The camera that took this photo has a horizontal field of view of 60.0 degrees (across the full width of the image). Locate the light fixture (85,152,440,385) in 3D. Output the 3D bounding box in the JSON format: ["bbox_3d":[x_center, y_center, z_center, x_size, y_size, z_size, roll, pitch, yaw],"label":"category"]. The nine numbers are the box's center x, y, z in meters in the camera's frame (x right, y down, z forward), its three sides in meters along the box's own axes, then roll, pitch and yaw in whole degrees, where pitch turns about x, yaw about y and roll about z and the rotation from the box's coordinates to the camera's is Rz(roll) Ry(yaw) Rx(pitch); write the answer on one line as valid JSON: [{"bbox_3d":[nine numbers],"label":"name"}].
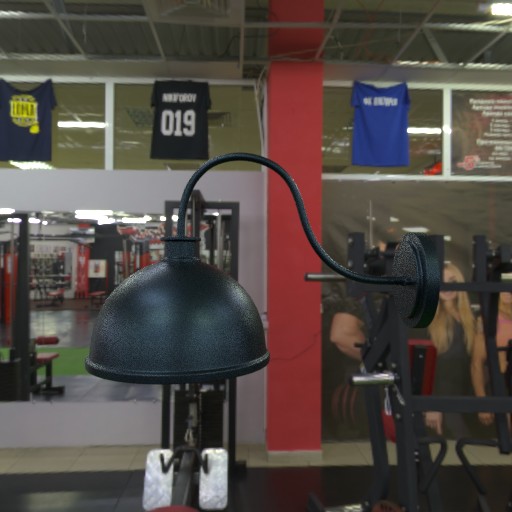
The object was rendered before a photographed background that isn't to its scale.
[{"bbox_3d":[0.000,0.000,0.630,0.467,0.295,0.253,0,-1,0],"label":"light fixture"}]
